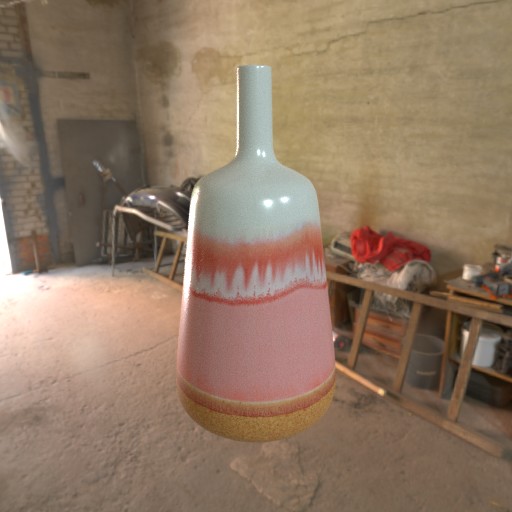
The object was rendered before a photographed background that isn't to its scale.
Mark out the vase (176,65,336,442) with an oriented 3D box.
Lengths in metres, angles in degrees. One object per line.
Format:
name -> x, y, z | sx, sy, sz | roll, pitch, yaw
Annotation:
vase -> 0.000, 0.000, 0.375 | 0.144, 0.296, 0.144 | 0, 17, 0
